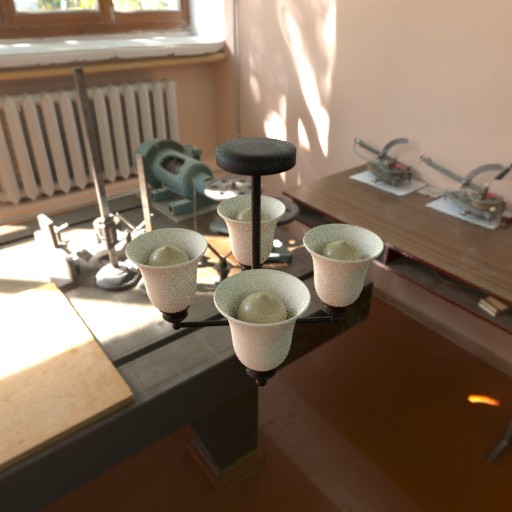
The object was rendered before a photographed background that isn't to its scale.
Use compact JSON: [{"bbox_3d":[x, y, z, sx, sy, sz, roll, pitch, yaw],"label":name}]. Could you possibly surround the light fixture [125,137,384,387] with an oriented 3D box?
[{"bbox_3d":[0.000,0.000,1.876,1.069,0.925,1.069,-2,30,-3],"label":"light fixture"}]
